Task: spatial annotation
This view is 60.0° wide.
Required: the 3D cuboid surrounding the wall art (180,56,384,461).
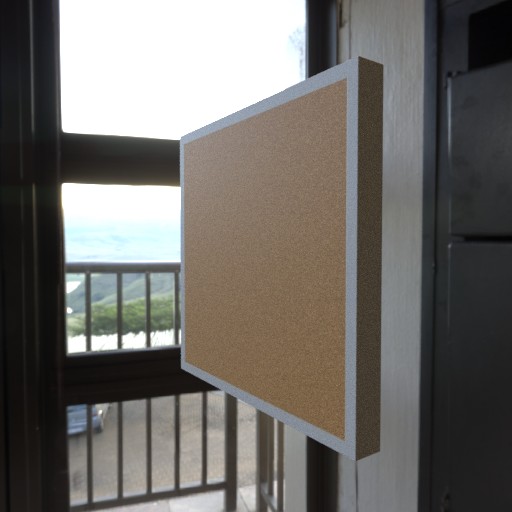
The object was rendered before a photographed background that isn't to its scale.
[{"bbox_3d":[0.000,0.000,0.620,0.038,0.406,0.406,-1,2,-35],"label":"wall art"}]
